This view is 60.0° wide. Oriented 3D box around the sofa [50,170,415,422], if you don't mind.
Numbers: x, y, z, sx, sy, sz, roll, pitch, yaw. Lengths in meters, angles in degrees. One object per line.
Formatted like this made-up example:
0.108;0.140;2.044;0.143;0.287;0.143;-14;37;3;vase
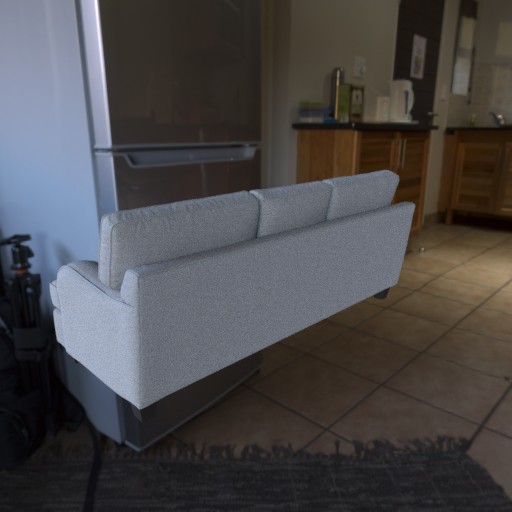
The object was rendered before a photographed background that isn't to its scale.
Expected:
0.000;0.000;2.895;2.323;0.997;1.016;-16;23;-42;sofa
